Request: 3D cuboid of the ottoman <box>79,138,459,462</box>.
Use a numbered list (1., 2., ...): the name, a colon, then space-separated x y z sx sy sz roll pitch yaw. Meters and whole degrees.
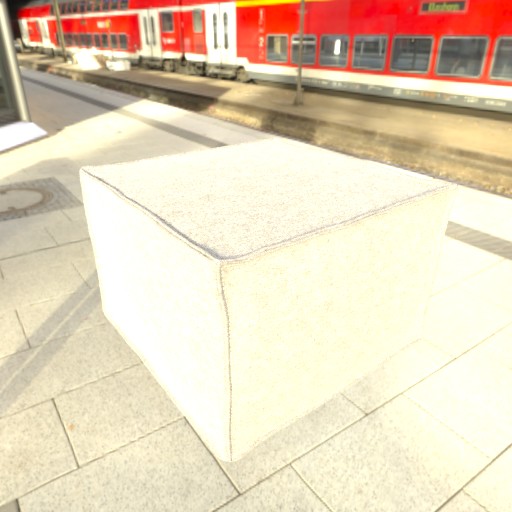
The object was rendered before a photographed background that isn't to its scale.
1. ottoman: 0.000 0.000 1.178 0.696 0.470 0.707 -19 33 -32
